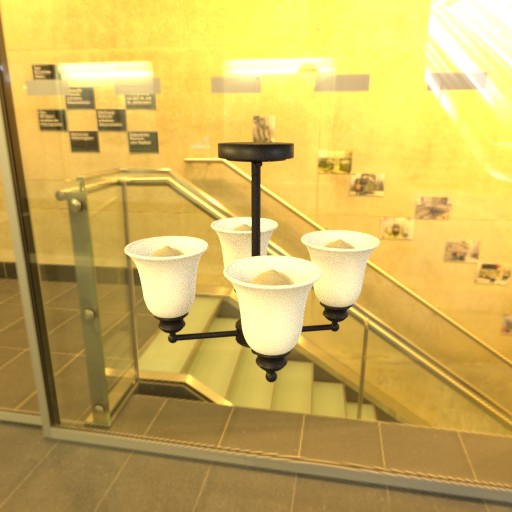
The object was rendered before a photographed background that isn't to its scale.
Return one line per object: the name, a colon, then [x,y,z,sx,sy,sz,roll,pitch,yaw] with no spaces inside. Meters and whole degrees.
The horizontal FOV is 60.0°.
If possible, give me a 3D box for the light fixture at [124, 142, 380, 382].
light fixture: [0.000,0.000,1.878,1.069,0.925,1.069,-3,17,-9]
